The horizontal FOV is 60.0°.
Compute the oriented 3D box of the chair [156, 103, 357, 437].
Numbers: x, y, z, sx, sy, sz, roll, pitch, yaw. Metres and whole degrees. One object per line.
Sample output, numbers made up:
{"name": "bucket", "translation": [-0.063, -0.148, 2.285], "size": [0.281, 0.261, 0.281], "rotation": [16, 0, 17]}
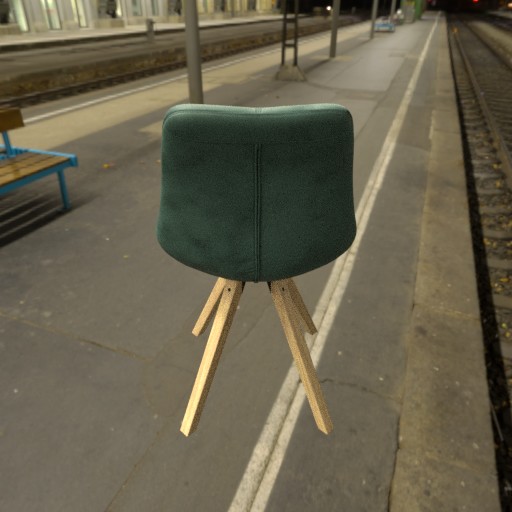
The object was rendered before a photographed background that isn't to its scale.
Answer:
{"name": "chair", "translation": [0.000, 0.000, 1.164], "size": [0.483, 0.865, 0.547], "rotation": [-1, 30, -1]}
